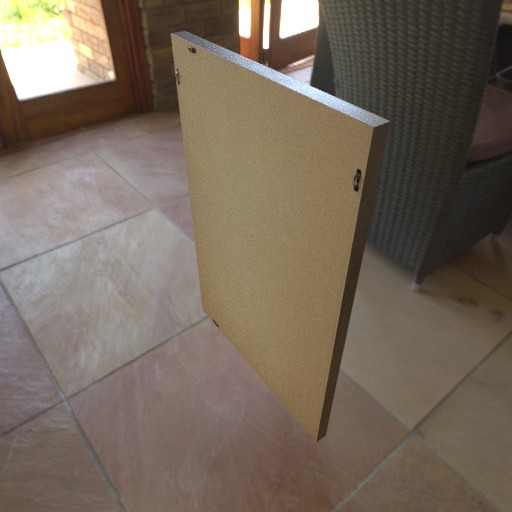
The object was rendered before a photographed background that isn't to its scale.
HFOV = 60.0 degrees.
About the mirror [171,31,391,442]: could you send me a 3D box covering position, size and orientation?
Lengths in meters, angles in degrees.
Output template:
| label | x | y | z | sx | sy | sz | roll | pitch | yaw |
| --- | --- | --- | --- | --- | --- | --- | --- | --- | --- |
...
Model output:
| label | x | y | z | sx | sy | sz | roll | pitch | yaw |
| --- | --- | --- | --- | --- | --- | --- | --- | --- | --- |
| mirror | 0.000 | 0.000 | 1.116 | 0.041 | 0.915 | 0.609 | -25 | 47 | -26 |
